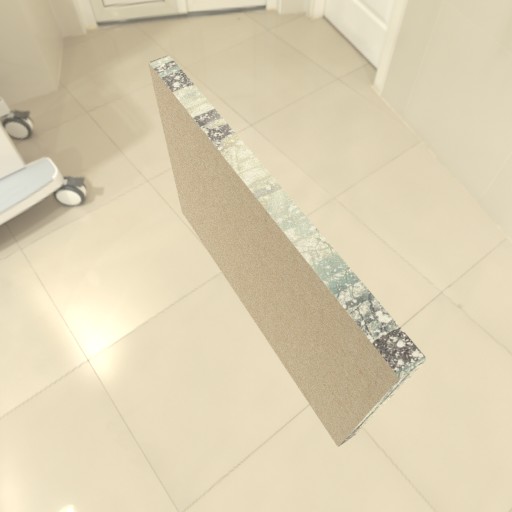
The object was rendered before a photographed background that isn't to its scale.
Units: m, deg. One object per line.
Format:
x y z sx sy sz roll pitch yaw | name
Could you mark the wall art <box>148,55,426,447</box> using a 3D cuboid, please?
0.000 0.000 0.762 0.042 0.398 0.618 -27 61 -16 | wall art
